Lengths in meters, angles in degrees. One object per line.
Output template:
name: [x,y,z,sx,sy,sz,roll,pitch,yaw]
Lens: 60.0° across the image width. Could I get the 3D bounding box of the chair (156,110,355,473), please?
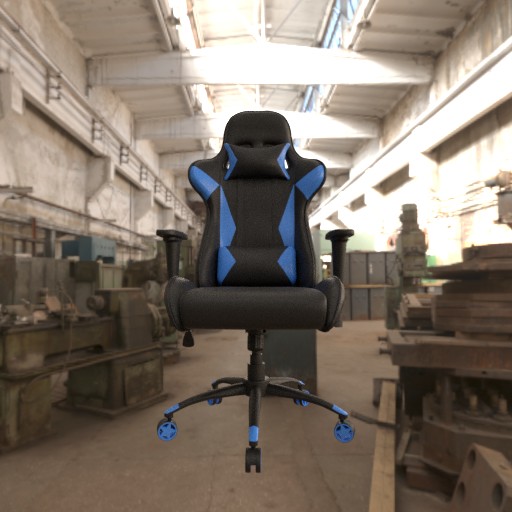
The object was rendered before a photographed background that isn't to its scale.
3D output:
chair: [0.000,0.000,1.636,0.695,1.282,0.730,0,-2,1]
